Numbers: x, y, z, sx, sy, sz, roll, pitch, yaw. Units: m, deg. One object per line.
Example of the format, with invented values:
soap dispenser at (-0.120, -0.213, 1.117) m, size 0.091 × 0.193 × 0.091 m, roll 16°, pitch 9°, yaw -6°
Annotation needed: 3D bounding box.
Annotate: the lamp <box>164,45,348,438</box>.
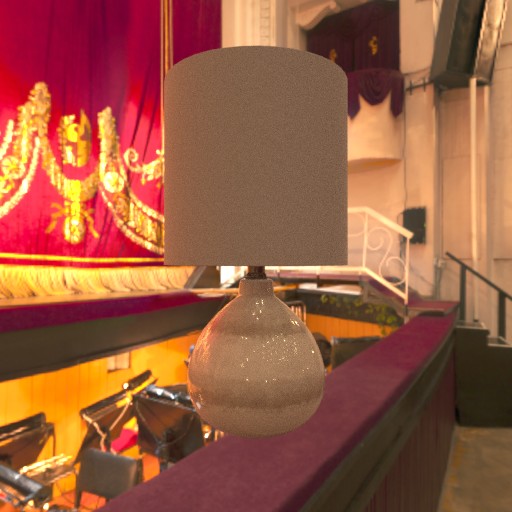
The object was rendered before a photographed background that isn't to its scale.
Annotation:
lamp at (0.000, 0.000, 0.533) m, size 0.217 × 0.404 × 0.217 m, roll 0°, pitch 0°, yaw 34°
